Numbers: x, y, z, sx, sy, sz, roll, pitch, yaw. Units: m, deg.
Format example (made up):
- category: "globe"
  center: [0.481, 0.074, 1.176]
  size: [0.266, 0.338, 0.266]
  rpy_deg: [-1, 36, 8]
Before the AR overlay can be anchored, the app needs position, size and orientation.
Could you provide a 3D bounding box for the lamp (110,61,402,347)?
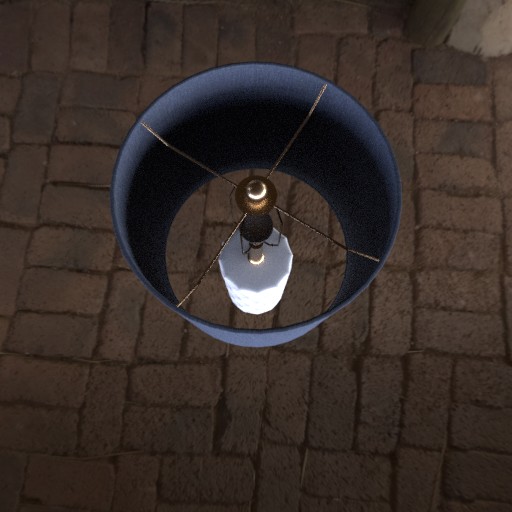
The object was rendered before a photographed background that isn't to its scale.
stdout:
- category: "lamp"
  center: [0.000, 0.000, 0.680]
  size: [0.277, 0.537, 0.277]
  rpy_deg: [-19, 77, -5]
